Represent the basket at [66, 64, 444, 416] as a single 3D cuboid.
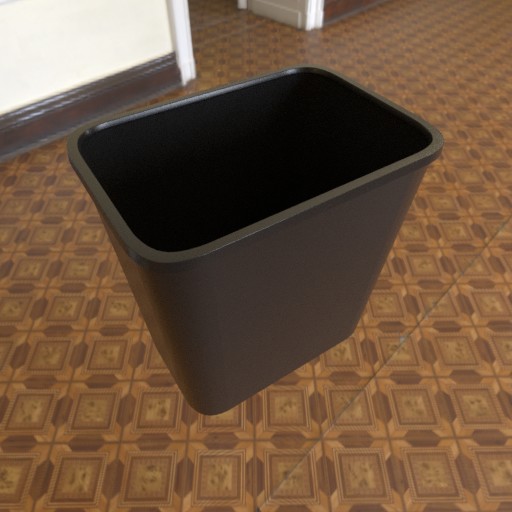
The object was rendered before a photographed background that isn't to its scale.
[{"bbox_3d":[0.000,0.000,0.505,0.300,0.307,0.211,-25,51,-22],"label":"basket"}]
